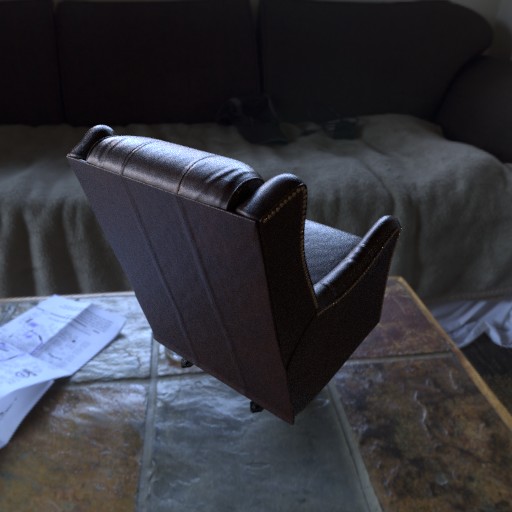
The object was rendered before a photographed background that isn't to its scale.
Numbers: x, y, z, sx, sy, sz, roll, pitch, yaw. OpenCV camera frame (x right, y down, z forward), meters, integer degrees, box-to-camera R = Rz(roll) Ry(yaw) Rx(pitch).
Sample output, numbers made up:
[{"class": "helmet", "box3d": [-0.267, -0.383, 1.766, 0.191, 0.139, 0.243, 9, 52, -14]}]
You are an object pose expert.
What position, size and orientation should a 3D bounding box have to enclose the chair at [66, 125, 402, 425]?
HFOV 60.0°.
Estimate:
[{"class": "chair", "box3d": [0.000, 0.000, 1.822, 0.869, 1.084, 1.008, 22, 37, 32]}]
